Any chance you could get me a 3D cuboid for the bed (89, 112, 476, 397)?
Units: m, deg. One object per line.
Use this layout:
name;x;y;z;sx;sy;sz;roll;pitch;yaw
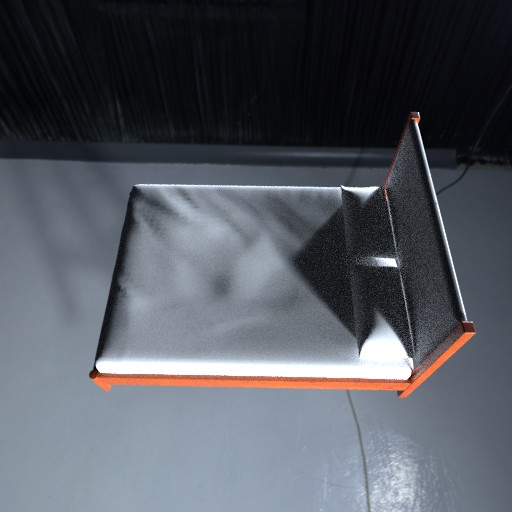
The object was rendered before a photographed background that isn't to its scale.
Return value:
bed;0.000;0.000;3.014;2.117;1.165;1.566;1;58;1
